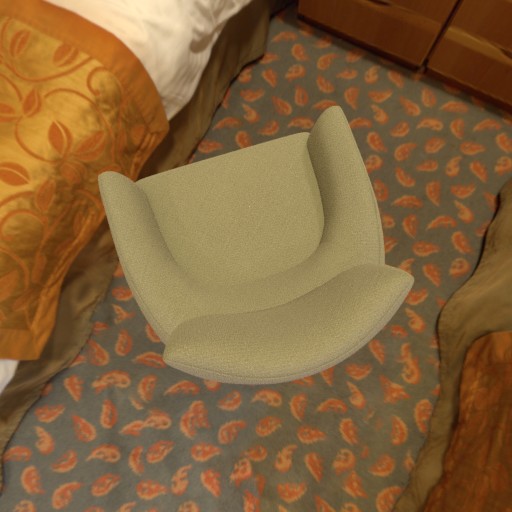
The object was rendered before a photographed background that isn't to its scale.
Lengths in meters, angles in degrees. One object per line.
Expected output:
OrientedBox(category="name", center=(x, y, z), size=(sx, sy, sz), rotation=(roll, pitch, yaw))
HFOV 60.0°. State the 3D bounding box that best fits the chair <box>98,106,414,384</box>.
OrientedBox(category="chair", center=(0.000, 0.000, 1.349), size=(0.760, 0.810, 0.730), rotation=(-17, 76, -4))
